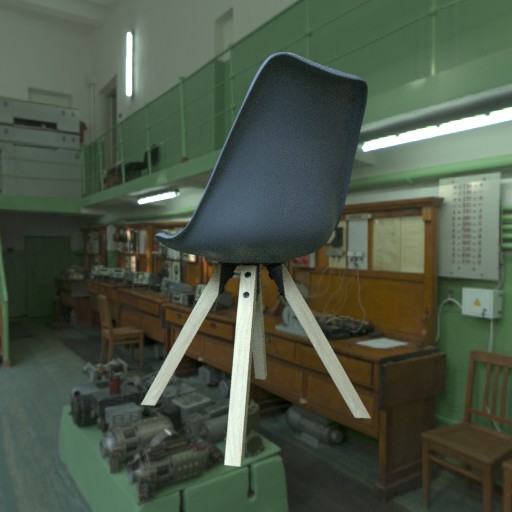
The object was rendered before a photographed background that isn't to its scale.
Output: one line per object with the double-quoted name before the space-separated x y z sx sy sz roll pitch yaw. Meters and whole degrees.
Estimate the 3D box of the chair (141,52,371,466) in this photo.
"chair" 0.000 0.000 1.187 0.485 0.850 0.550 -1 2 -37
